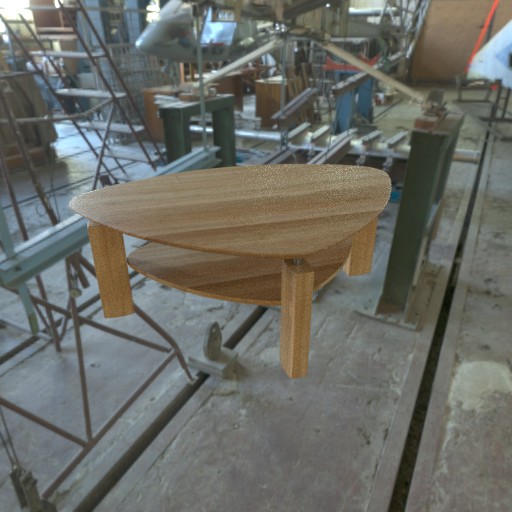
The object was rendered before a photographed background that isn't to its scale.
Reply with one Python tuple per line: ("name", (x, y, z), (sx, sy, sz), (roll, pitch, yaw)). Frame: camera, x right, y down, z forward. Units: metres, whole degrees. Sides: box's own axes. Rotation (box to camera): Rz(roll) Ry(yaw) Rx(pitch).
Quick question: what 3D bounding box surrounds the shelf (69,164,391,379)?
("shelf", (0.000, 0.000, 1.649), (1.240, 0.439, 0.863), (-9, 28, -16))
